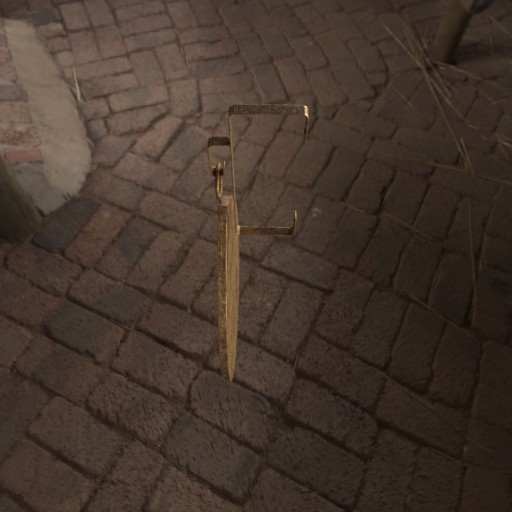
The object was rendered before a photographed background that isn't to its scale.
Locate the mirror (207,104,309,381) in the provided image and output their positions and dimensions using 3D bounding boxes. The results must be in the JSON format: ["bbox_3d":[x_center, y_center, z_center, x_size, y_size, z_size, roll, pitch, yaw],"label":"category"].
[{"bbox_3d":[0.000,0.000,0.914,0.144,0.744,0.405,1,58,1],"label":"mirror"}]
